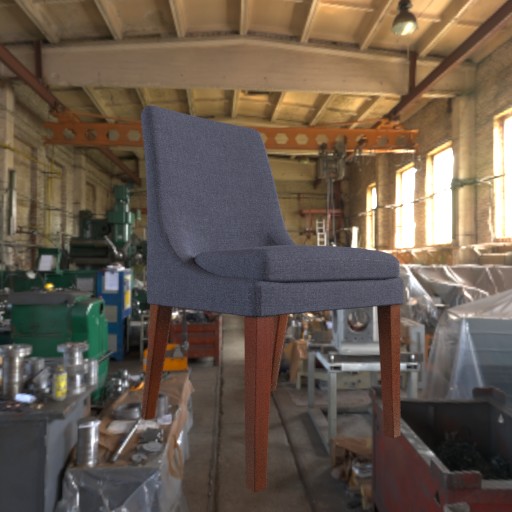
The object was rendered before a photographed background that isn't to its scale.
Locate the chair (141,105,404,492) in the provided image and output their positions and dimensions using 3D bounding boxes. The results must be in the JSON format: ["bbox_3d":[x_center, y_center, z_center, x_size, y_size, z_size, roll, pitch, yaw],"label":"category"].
[{"bbox_3d":[0.000,0.000,1.278,0.508,0.952,0.655,1,-1,-37],"label":"chair"}]
